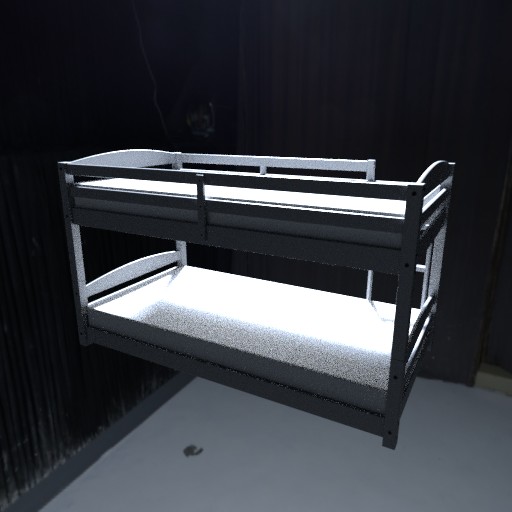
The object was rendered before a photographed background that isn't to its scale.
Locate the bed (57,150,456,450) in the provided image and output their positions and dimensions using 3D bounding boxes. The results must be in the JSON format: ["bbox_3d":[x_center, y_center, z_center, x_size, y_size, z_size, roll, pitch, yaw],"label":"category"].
[{"bbox_3d":[0.000,0.000,2.706,2.013,1.206,1.105,9,19,28],"label":"bed"}]
